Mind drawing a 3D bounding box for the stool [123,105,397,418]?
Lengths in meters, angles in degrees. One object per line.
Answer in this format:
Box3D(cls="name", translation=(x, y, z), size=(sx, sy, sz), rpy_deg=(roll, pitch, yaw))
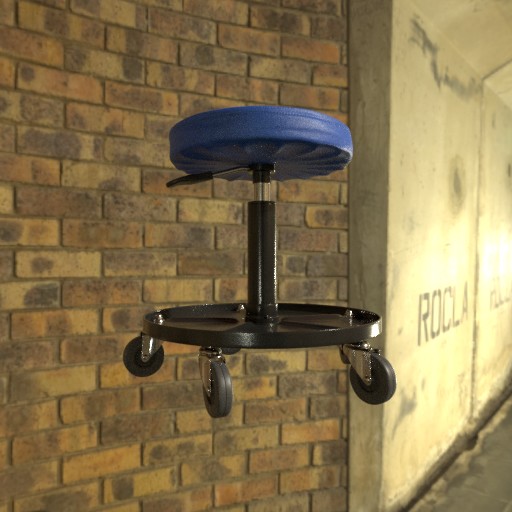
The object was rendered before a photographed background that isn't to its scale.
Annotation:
Box3D(cls="stool", translation=(0.000, 0.000, 0.668), size=(0.382, 0.365, 0.381), rpy_deg=(0, -1, -18))
